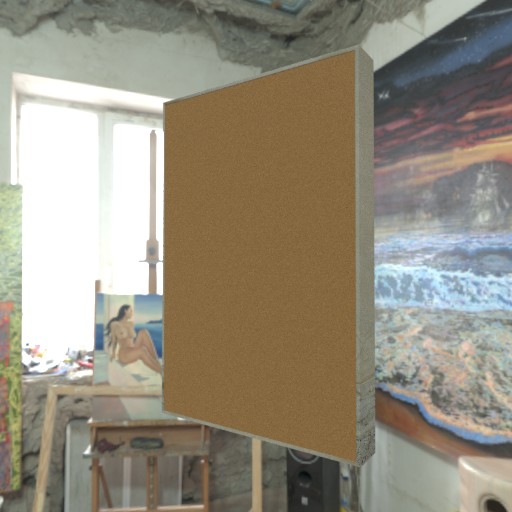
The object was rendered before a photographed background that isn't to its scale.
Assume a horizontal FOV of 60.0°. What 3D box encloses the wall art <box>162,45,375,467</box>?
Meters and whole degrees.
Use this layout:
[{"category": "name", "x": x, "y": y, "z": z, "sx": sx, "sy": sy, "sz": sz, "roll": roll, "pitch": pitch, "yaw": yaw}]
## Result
[{"category": "wall art", "x": 0.000, "y": 0.000, "z": 0.487, "sx": 0.254, "sy": 0.381, "sz": 0.038, "roll": -1, "pitch": -1, "yaw": 35}]
